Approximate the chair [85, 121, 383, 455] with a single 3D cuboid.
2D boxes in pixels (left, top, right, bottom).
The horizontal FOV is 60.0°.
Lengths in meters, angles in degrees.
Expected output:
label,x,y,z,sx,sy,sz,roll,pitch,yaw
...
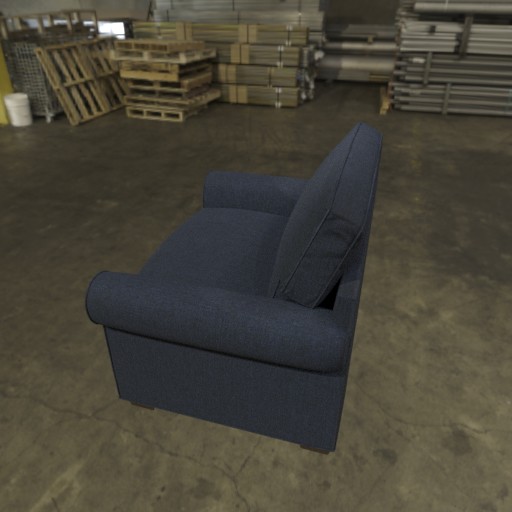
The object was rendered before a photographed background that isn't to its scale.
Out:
label,x,y,z,sx,sy,sz,roll,pitch,yaw
chair,0.000,0.000,2.012,0.963,1.044,1.285,9,32,14
